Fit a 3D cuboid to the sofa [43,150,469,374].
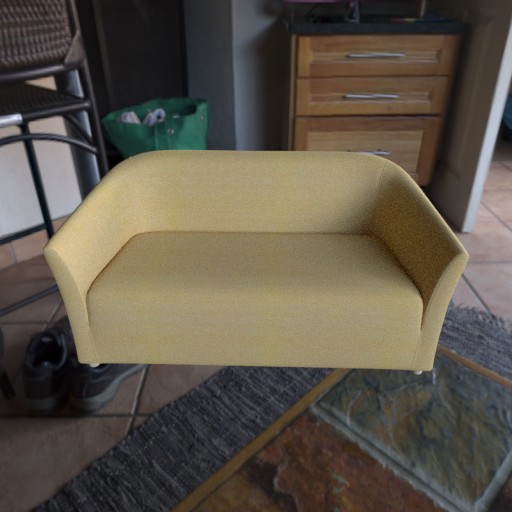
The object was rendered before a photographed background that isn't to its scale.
[{"bbox_3d":[0.000,0.000,1.900,1.452,0.721,0.705,1,30,2],"label":"sofa"}]
